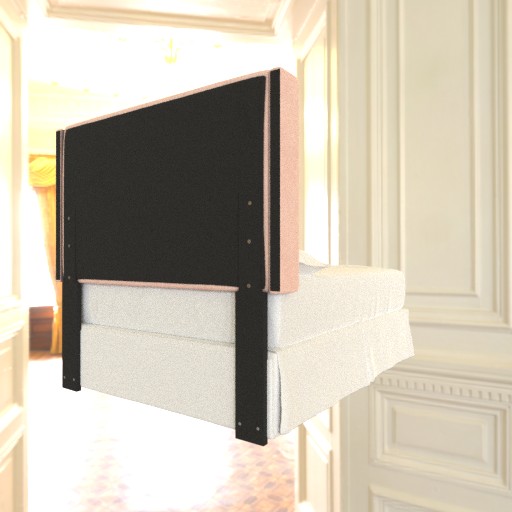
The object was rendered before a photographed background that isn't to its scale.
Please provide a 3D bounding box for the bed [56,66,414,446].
[{"bbox_3d":[0.000,0.000,3.208,1.719,1.665,2.066,0,0,35],"label":"bed"}]
